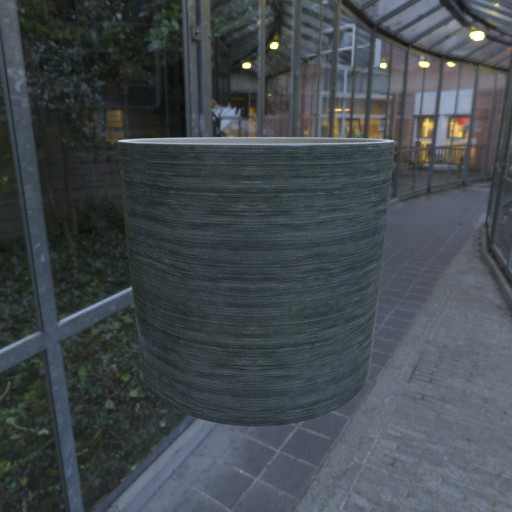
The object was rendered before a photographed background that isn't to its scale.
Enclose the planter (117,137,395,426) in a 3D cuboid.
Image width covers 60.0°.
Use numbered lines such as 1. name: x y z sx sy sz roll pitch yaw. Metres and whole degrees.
1. planter: 0.000 0.000 0.396 0.221 0.201 0.221 0 16 0
